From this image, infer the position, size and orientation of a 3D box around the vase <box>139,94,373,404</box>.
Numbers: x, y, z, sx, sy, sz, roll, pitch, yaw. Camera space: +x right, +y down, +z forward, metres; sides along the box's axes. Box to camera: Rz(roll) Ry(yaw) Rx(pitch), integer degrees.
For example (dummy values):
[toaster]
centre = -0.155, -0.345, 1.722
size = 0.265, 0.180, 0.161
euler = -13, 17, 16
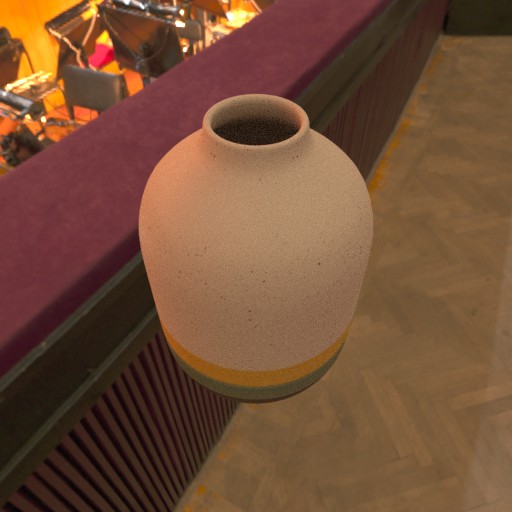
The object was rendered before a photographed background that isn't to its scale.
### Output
[vase]
centre = 0.000, 0.000, 0.352
size = 0.169, 0.240, 0.169
euler = 0, 47, 0
